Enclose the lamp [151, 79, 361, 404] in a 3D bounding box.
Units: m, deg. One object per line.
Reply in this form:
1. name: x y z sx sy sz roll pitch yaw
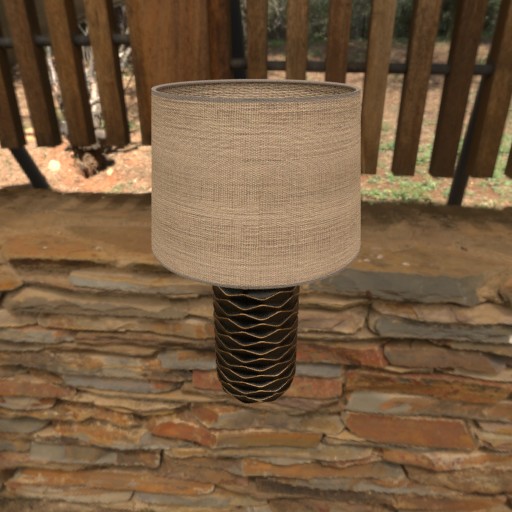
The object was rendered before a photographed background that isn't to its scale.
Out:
1. lamp: 0.000 0.000 0.830 0.376 0.594 0.376 0 26 0
